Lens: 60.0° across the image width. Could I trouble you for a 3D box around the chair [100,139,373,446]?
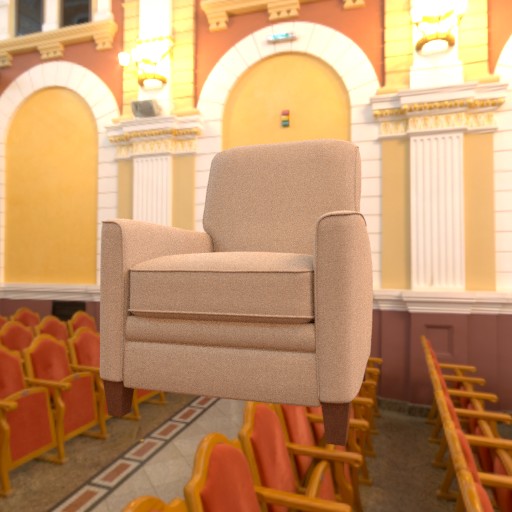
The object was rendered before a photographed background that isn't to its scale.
[{"bbox_3d":[0.000,0.000,1.659,0.841,1.023,0.858,0,-1,18],"label":"chair"}]
